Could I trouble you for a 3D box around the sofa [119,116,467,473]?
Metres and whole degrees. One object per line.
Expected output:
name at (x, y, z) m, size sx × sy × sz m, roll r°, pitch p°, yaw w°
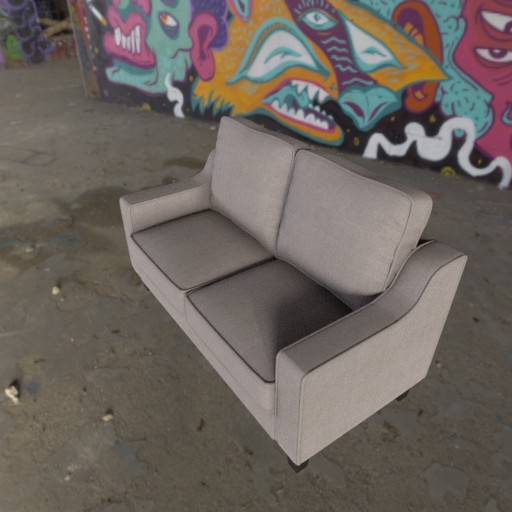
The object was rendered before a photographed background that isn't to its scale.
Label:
sofa at (0.000, 0.000, 2.026) m, size 0.791 × 0.948 × 1.500 m, roll -21°, pitch 38°, yaw -29°
